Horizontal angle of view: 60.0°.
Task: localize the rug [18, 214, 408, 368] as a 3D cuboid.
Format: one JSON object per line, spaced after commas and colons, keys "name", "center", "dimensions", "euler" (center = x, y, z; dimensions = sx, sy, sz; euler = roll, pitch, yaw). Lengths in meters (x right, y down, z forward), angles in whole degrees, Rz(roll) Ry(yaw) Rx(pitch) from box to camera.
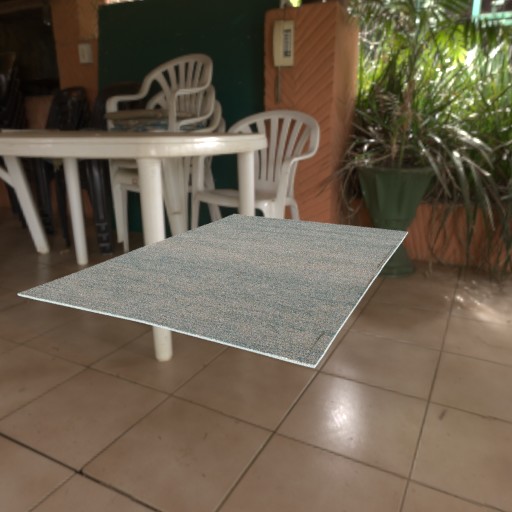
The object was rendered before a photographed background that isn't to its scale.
{"name": "rug", "center": [0.000, 0.000, 2.933], "dimensions": [1.613, 0.030, 2.306], "euler": [8, 19, 25]}
